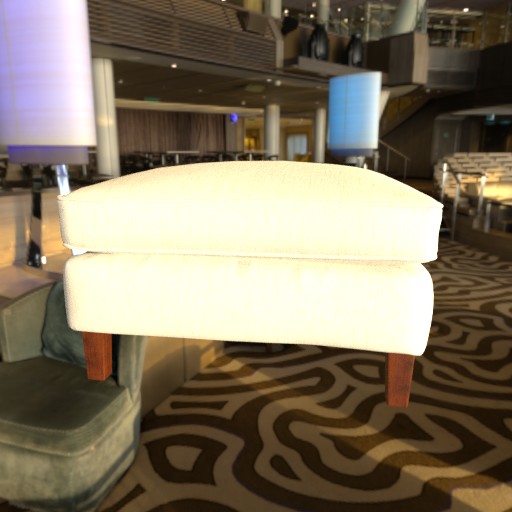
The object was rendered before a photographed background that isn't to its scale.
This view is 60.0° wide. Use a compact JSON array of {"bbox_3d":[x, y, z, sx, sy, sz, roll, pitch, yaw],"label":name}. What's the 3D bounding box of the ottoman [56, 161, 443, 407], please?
[{"bbox_3d":[0.000,0.000,0.966,0.665,0.406,0.501,2,13,9],"label":"ottoman"}]
